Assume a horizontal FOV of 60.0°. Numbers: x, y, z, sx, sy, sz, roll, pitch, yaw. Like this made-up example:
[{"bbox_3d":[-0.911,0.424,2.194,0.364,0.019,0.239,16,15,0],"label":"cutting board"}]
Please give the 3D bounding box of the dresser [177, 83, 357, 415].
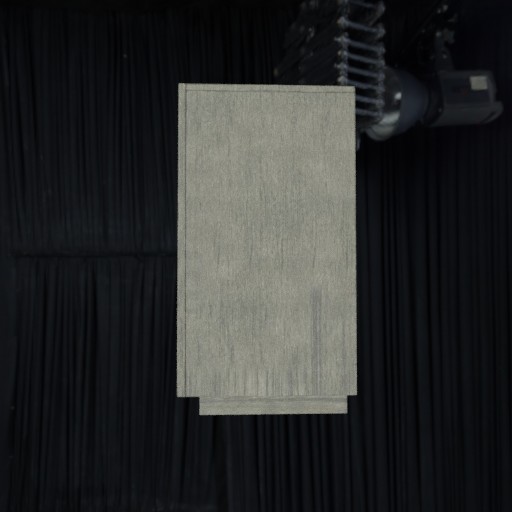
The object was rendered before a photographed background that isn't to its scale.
[{"bbox_3d":[0.000,0.000,2.007,0.483,0.889,1.628,0,-2,-2],"label":"dresser"}]
